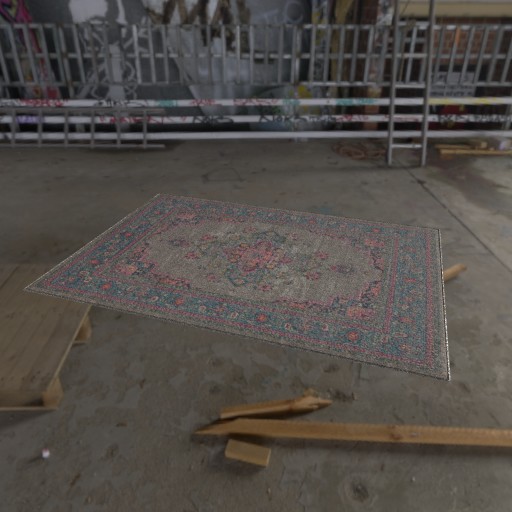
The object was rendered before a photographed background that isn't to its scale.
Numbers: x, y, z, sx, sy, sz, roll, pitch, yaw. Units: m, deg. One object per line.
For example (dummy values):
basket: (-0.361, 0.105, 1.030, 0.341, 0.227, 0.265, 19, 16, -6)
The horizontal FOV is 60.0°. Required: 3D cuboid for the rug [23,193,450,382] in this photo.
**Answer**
rug: (0.000, 0.000, 3.635, 2.890, 0.013, 2.005, 9, 31, 16)
